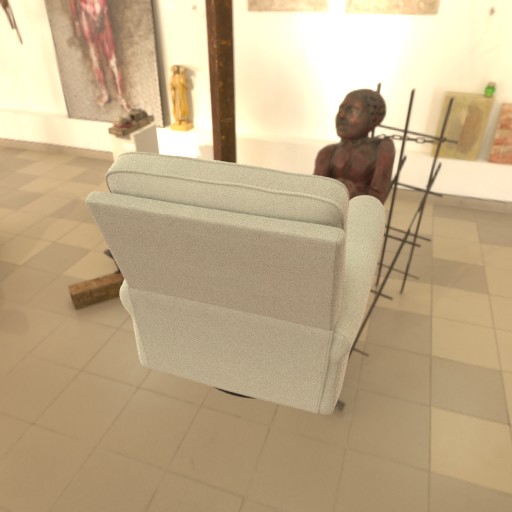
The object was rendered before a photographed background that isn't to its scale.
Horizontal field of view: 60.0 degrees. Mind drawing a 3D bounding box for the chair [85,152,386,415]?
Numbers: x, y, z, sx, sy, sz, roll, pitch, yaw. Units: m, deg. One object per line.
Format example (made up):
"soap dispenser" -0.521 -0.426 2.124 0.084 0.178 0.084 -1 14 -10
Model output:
"chair" 0.000 0.000 1.678 0.890 0.960 0.878 10 34 15
